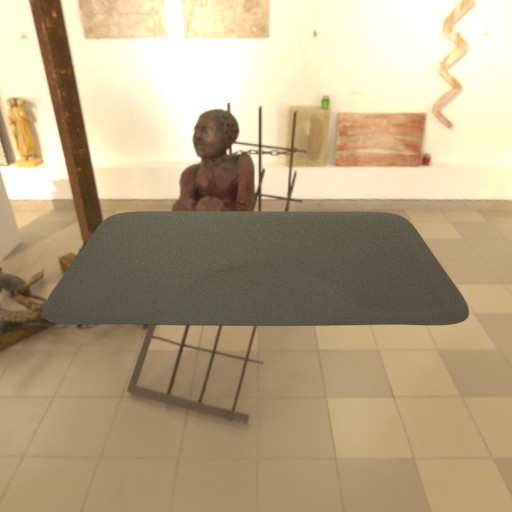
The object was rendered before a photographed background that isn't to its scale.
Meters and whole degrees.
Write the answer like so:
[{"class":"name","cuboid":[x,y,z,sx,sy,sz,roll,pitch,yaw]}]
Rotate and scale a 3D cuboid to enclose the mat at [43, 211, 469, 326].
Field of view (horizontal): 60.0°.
[{"class":"mat","cuboid":[0.000,0.000,1.882,1.524,0.013,0.918,0,30,0]}]
